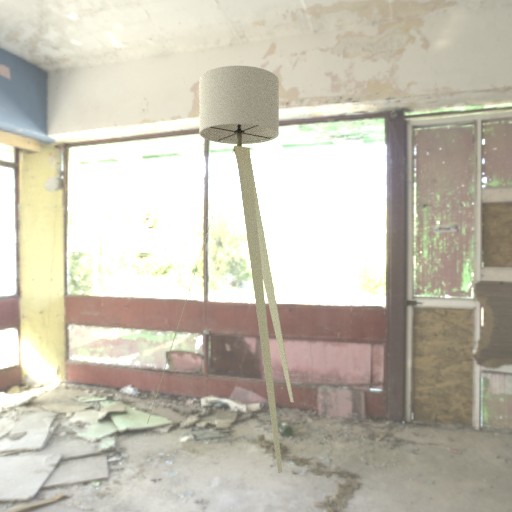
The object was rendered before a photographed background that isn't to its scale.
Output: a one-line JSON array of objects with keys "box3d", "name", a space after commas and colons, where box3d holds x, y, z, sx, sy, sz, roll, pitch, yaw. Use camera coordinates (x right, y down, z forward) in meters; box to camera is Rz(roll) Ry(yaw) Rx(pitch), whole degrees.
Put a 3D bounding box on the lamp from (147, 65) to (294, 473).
[{"box3d": [0.000, 0.000, 1.938, 0.724, 1.524, 0.716, -1, 1, -36], "name": "lamp"}]
